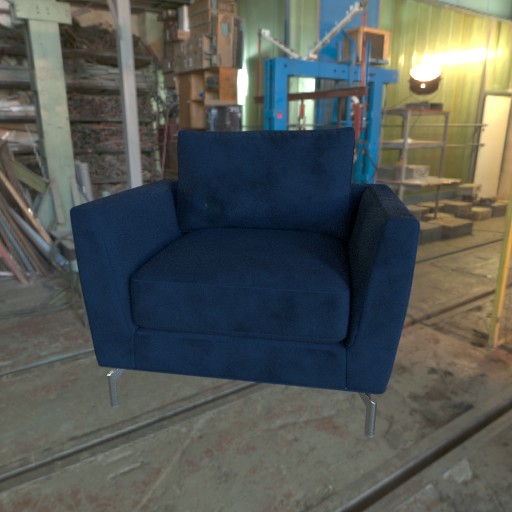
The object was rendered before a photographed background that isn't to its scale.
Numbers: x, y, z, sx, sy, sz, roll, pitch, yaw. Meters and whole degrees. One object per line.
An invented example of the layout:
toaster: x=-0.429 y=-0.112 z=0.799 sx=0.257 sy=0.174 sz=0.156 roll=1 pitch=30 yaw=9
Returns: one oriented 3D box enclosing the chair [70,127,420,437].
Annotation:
chair: x=0.000 y=0.000 z=1.598 sx=0.977 sy=0.893 sz=0.746 roll=3 pitch=17 yaw=10
